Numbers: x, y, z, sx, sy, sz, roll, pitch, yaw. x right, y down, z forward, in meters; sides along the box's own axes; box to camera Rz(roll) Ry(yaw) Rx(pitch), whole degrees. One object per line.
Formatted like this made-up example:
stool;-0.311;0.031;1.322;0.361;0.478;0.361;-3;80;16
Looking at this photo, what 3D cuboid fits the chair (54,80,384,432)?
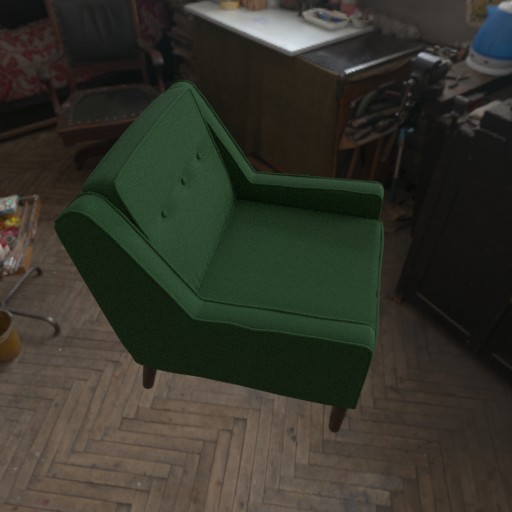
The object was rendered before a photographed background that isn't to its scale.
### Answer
chair;0.000;0.000;1.325;0.743;0.792;0.663;10;46;9
